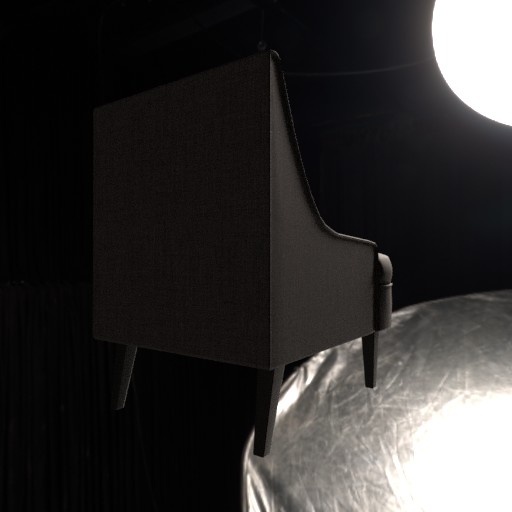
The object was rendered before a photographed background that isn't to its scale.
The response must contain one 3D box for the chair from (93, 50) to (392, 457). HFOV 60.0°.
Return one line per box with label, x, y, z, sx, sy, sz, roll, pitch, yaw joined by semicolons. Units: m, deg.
chair;0.000;0.000;1.419;0.655;0.891;0.771;0;0;36
